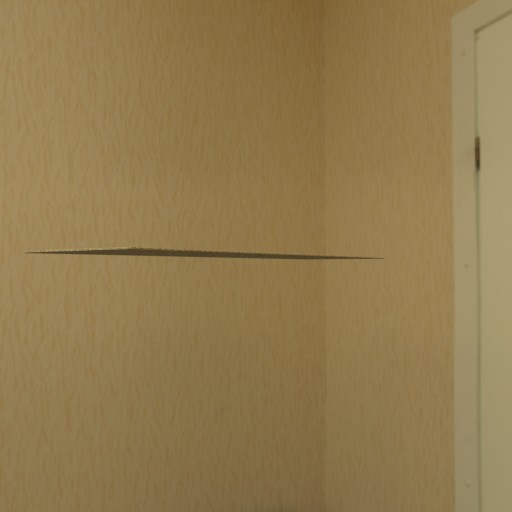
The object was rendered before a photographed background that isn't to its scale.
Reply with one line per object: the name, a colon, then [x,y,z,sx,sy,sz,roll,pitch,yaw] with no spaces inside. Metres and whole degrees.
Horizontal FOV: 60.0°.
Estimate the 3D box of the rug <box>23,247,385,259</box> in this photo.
rug: [0.000,0.000,2.499,0.676,0.008,2.277,-1,-2,36]
